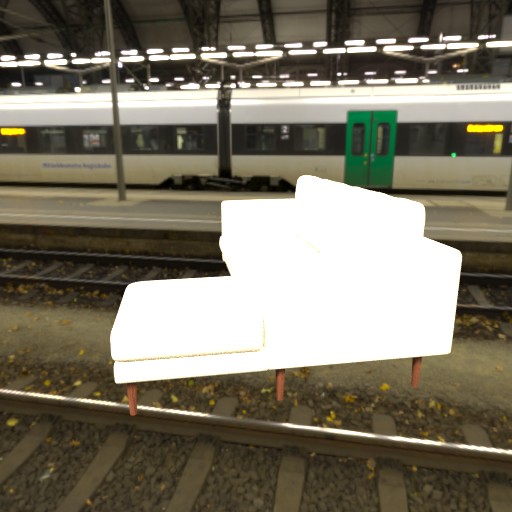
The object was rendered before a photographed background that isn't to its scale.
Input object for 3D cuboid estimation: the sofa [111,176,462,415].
[{"bbox_3d":[0.000,0.000,2.892,1.580,0.899,2.029,-2,15,-10],"label":"sofa"}]
